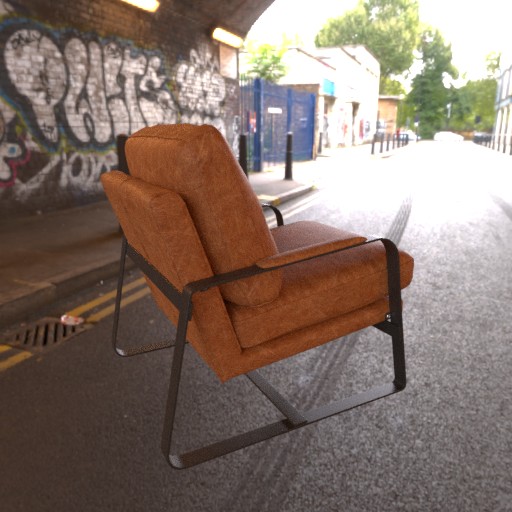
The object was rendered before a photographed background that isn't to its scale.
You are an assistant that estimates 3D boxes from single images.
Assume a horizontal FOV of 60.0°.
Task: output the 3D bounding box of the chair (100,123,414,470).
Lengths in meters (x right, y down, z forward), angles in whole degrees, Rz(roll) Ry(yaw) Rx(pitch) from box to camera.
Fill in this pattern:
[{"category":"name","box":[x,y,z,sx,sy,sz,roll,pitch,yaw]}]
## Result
[{"category":"chair","box":[0.000,0.000,1.364,0.801,0.777,0.651,-8,18,-27]}]
